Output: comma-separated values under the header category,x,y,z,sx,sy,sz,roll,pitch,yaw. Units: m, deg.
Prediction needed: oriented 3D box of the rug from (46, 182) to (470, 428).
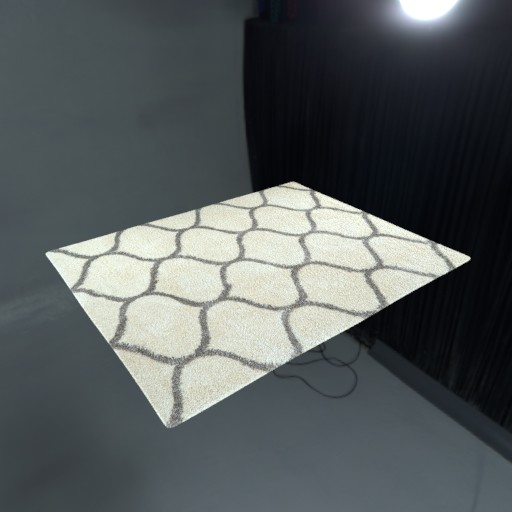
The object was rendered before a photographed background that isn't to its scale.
category,x,y,z,sx,sy,sz,roll,pitch,yaw
rug,0.000,0.000,3.981,3.000,0.026,2.399,-21,36,-32
